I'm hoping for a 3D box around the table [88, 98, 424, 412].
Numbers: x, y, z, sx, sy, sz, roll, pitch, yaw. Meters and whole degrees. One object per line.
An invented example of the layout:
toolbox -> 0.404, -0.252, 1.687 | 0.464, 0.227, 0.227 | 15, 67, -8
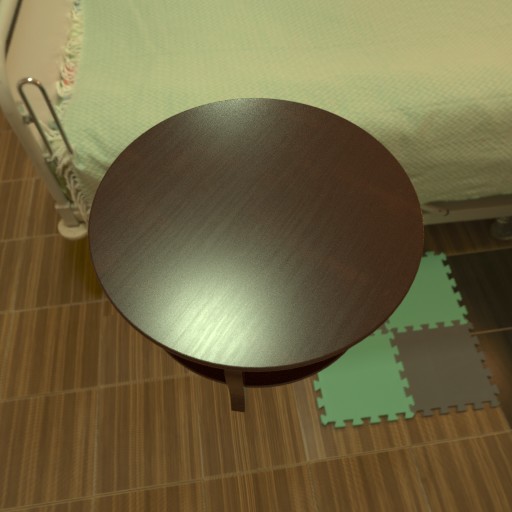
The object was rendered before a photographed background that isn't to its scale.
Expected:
table -> 0.000, 0.000, 1.438 | 0.911, 0.512, 0.911 | 0, 58, 0
